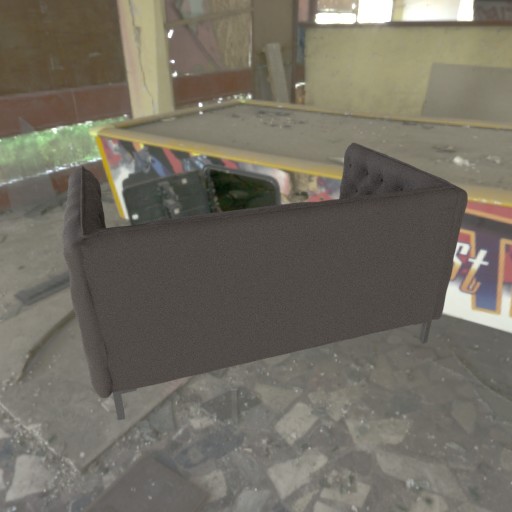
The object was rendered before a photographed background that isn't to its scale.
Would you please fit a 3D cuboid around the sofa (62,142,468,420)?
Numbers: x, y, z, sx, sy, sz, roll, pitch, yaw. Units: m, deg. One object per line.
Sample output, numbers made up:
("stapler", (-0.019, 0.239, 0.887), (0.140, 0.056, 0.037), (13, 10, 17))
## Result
("sofa", (0.000, 0.000, 2.113), (1.583, 0.810, 0.909), (-9, 28, -17))
